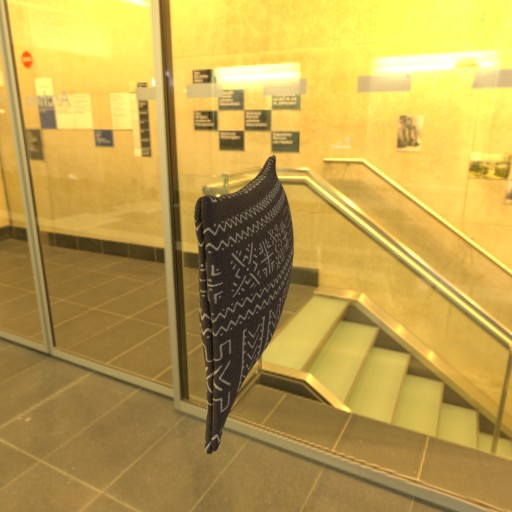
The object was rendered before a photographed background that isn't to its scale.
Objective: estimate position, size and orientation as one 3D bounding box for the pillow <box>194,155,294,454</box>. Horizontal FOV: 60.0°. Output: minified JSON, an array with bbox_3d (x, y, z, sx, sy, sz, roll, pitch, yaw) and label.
[{"bbox_3d":[0.000,0.000,0.814,0.135,0.322,0.667,2,17,8],"label":"pillow"}]
